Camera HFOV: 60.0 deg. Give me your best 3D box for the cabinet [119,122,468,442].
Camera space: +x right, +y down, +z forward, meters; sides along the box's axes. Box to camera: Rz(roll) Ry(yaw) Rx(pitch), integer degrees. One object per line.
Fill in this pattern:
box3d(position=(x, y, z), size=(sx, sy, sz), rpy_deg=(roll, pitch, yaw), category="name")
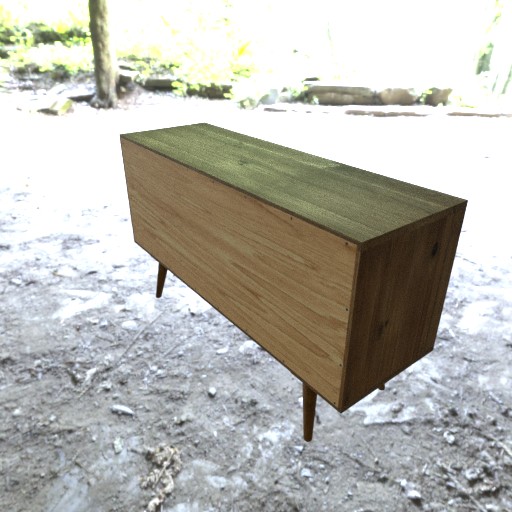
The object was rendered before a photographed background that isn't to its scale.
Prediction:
box3d(position=(0.000, 0.000, 1.802), size=(0.472, 0.800, 1.400), rpy_deg=(-20, 33, -33), category="cabinet")
